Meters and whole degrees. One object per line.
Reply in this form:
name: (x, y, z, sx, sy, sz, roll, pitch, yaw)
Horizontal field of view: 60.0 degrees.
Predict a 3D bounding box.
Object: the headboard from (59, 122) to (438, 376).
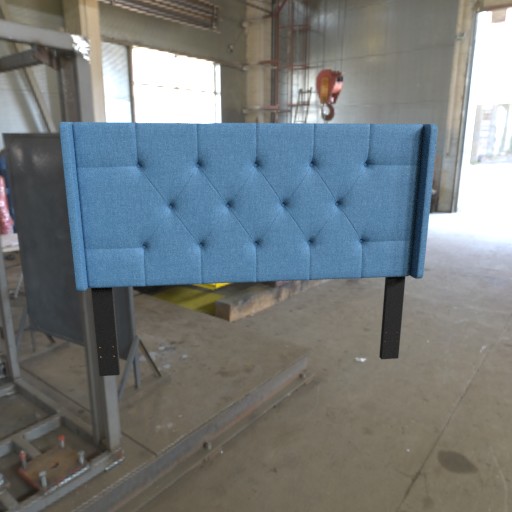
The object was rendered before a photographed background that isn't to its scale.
headboard: (0.000, 0.000, 2.651, 2.051, 1.524, 0.184, -2, 14, -7)
